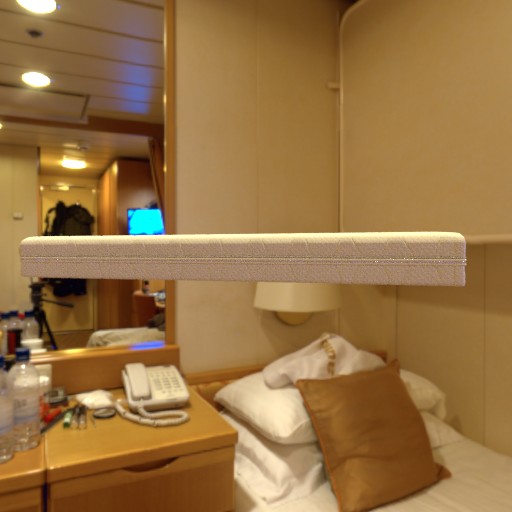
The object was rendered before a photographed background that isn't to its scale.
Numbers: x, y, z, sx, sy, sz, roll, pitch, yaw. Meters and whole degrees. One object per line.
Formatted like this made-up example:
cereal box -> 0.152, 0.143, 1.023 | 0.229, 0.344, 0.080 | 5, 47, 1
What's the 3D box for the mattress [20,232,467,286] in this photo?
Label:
mattress -> 0.000, 0.000, 2.537 | 2.000, 0.200, 1.400 | 0, 1, 17
